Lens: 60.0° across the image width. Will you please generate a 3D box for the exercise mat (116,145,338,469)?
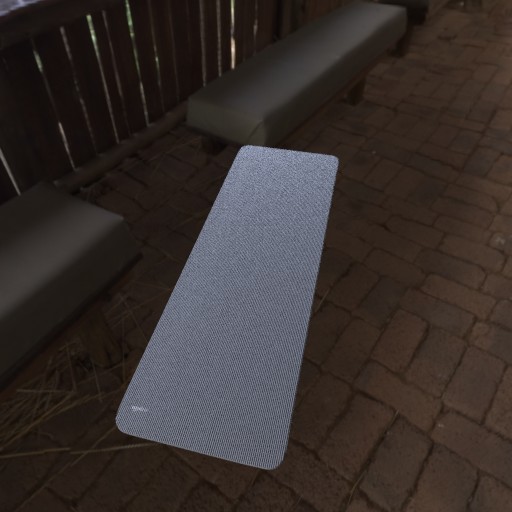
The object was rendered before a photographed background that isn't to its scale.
[{"bbox_3d":[0.000,0.000,2.139,0.616,0.021,1.884,10,47,9],"label":"exercise mat"}]
